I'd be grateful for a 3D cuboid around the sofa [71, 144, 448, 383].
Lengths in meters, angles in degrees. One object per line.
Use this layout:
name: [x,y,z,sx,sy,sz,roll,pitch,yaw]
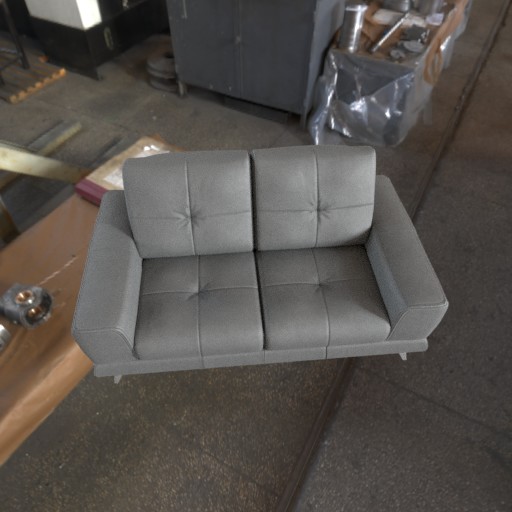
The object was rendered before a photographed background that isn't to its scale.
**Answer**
sofa: [0.000,0.000,2.436,1.806,0.907,1.018,-4,48,-3]
